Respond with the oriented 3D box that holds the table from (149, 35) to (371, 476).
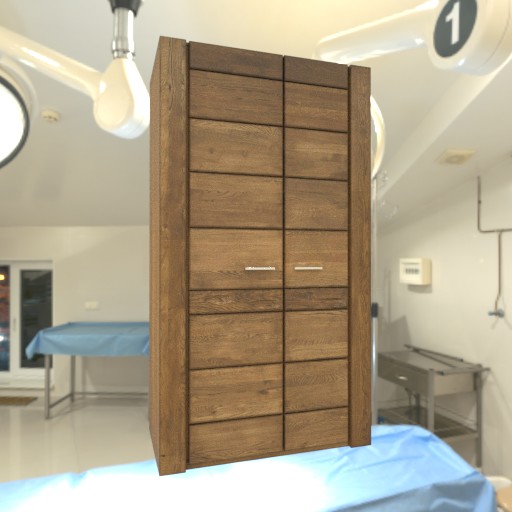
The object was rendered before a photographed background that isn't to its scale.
[{"bbox_3d":[0.000,0.000,2.444,1.100,2.000,0.600,0,0,-18],"label":"table"}]
